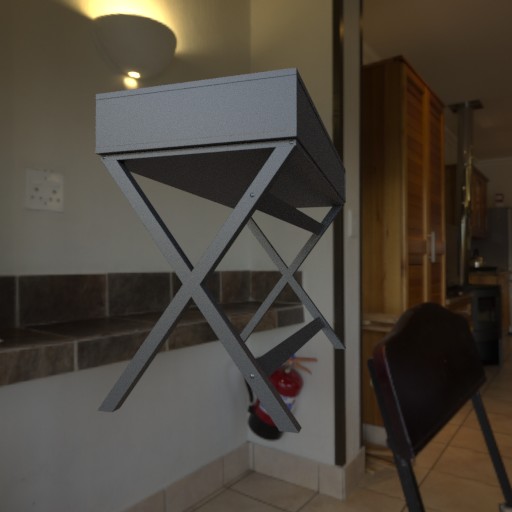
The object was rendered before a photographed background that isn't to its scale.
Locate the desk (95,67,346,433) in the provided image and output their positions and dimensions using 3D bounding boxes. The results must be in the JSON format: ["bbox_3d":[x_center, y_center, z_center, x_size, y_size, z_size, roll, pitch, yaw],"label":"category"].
[{"bbox_3d":[0.000,0.000,1.516,0.504,0.780,1.057,0,-1,17],"label":"desk"}]
